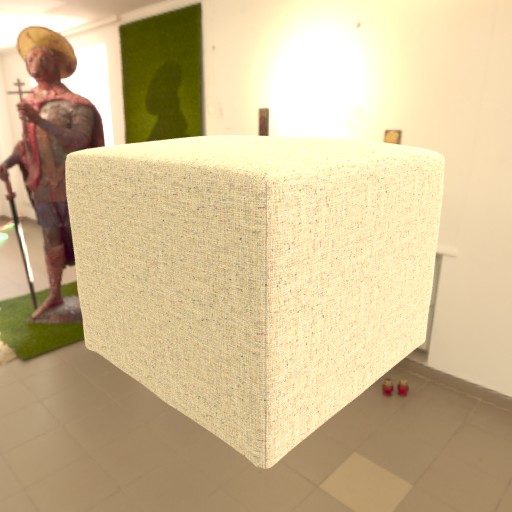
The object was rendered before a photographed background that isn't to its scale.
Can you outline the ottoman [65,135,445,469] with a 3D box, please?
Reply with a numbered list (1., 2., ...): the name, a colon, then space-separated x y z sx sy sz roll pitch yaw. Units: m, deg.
1. ottoman: 0.000 0.000 0.871 0.521 0.453 0.512 15 23 41
